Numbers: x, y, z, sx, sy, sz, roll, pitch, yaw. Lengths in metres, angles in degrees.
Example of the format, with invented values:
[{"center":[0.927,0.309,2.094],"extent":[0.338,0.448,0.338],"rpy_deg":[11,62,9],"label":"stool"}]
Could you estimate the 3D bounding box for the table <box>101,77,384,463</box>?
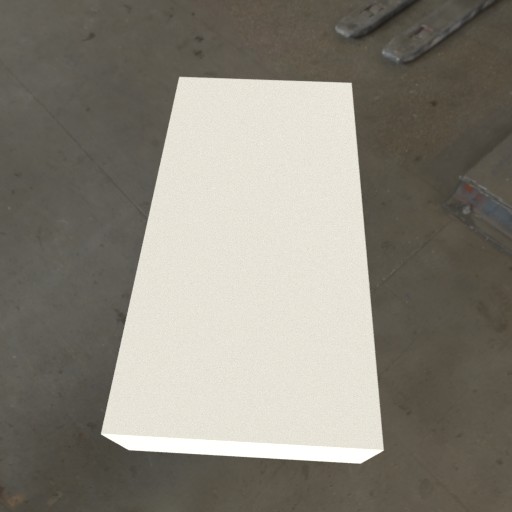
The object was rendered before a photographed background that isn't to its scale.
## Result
[{"center":[0.000,0.000,1.443],"extent":[0.609,0.432,1.194],"rpy_deg":[3,59,2],"label":"table"}]
